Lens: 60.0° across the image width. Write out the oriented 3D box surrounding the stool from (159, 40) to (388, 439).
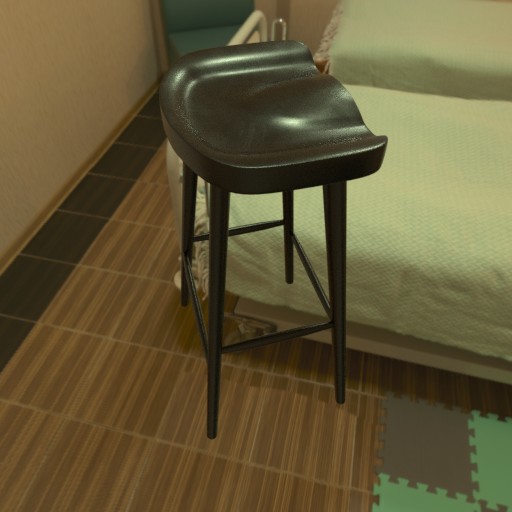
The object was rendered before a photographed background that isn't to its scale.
[{"bbox_3d":[0.000,0.000,0.975,0.361,0.749,0.440,-11,47,-11],"label":"stool"}]
